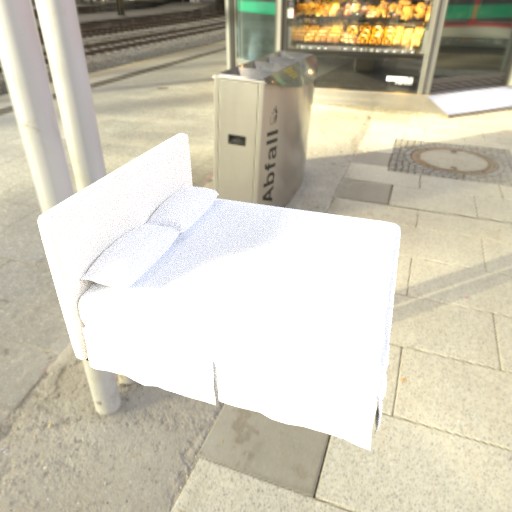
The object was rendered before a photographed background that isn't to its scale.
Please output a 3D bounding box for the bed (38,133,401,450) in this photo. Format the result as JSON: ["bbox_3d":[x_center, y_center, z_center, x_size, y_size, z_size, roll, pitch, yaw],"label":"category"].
[{"bbox_3d":[0.000,0.000,3.660,2.341,1.317,2.119,10,33,16],"label":"bed"}]
